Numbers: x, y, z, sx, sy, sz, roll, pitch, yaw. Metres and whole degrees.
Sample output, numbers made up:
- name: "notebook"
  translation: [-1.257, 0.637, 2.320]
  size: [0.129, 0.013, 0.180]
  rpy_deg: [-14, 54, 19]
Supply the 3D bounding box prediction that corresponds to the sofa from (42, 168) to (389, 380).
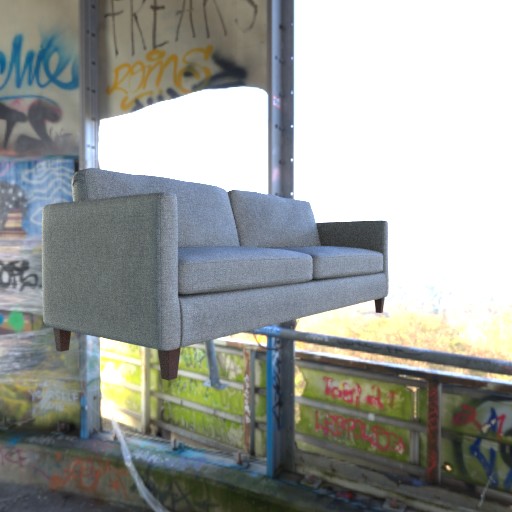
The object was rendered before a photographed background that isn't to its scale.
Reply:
- name: "sofa"
  translation: [0.000, 0.000, 2.938]
  size: [0.948, 0.951, 2.434]
  rpy_deg: [1, 2, 37]
